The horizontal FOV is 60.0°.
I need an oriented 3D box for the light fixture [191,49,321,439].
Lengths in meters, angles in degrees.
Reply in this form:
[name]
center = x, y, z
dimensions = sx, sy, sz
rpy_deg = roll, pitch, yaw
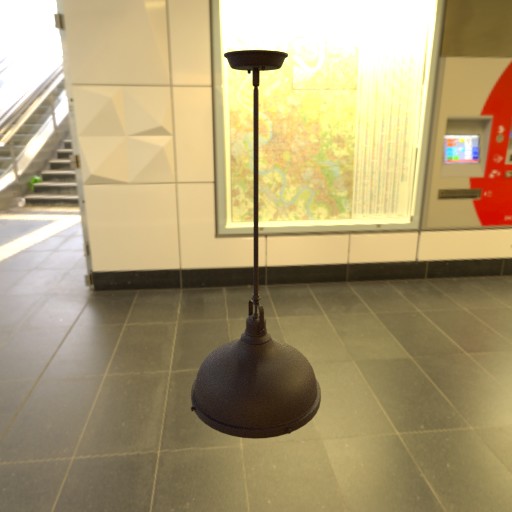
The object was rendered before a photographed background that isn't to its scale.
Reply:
[light fixture]
center = 0.000, 0.000, 1.017
dimensions = 0.341, 0.849, 0.341
rpy_deg = -8, 19, -25
